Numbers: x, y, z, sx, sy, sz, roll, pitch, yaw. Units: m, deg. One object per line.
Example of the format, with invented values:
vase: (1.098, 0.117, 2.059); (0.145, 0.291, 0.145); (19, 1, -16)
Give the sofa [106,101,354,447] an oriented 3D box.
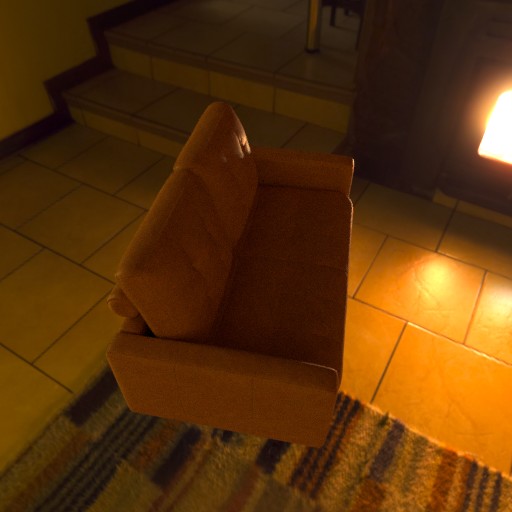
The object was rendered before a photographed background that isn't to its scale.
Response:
sofa: (0.000, 0.000, 2.045); (0.868, 0.898, 1.430); (8, 46, 8)
